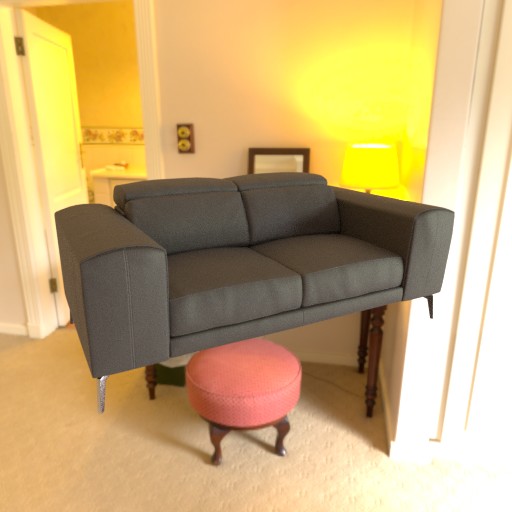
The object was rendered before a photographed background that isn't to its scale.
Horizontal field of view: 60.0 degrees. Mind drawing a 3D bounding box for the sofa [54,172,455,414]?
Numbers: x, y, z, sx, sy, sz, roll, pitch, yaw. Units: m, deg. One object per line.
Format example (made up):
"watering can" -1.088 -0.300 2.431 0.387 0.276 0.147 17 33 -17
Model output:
"sofa" 0.000 0.000 2.383 1.895 0.779 1.003 -9 19 -27
